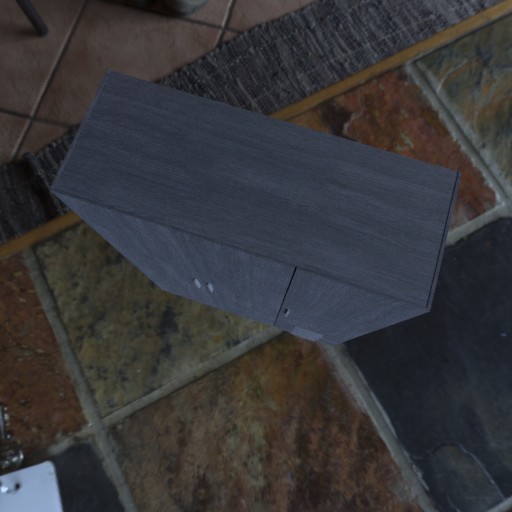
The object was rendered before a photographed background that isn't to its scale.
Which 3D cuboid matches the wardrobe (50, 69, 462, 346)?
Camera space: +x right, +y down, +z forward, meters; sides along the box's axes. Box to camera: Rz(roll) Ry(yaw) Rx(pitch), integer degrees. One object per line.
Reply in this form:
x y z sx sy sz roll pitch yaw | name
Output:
0.000 0.000 2.403 1.290 1.910 0.510 18 76 5 | wardrobe
